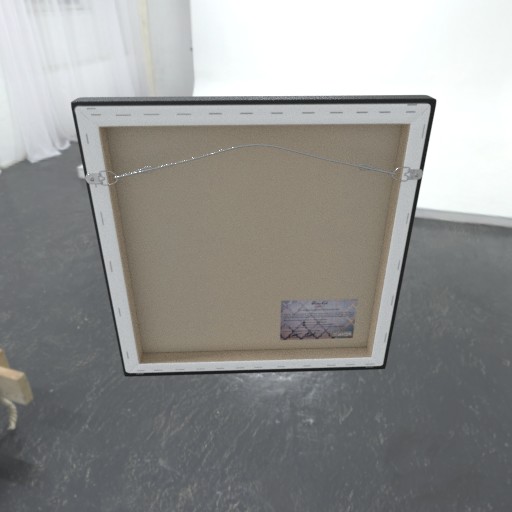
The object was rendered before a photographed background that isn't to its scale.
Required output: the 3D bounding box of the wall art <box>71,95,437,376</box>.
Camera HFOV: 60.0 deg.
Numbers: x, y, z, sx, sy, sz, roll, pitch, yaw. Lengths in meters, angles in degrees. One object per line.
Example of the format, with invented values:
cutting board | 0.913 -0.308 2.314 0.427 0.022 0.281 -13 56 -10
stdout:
wall art | 0.000 0.000 0.897 0.610 0.611 0.043 -1 29 -2
